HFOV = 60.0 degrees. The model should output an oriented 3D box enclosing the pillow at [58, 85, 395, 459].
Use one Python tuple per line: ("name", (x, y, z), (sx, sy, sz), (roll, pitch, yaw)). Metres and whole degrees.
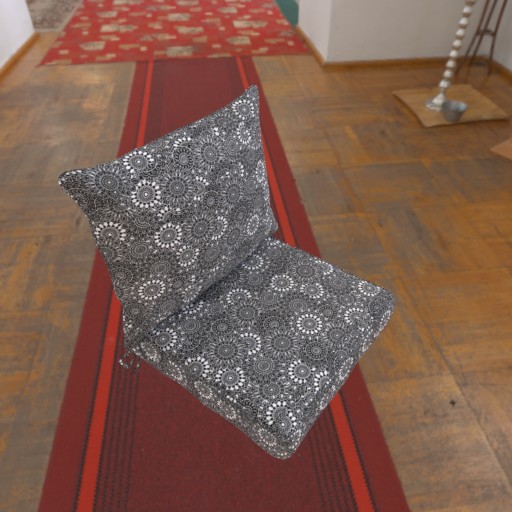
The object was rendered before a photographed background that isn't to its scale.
("pillow", (0.000, 0.000, 1.361), (0.740, 0.722, 0.798), (27, 47, 28))
